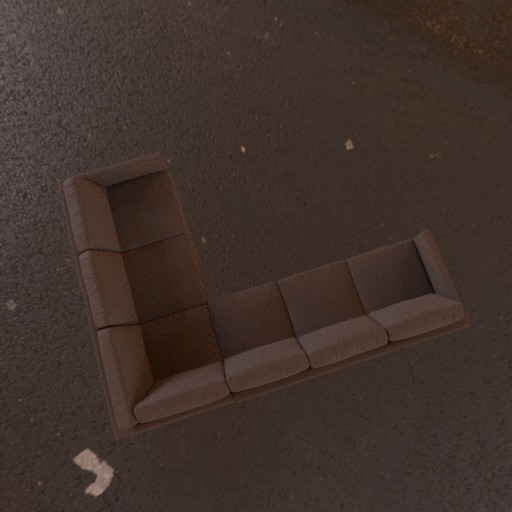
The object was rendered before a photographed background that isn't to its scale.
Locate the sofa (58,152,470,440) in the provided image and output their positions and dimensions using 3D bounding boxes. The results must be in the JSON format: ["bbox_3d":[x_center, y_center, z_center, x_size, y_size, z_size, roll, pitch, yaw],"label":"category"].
[{"bbox_3d":[0.000,0.000,4.254,3.182,0.871,2.432,-17,77,-4],"label":"sofa"}]
